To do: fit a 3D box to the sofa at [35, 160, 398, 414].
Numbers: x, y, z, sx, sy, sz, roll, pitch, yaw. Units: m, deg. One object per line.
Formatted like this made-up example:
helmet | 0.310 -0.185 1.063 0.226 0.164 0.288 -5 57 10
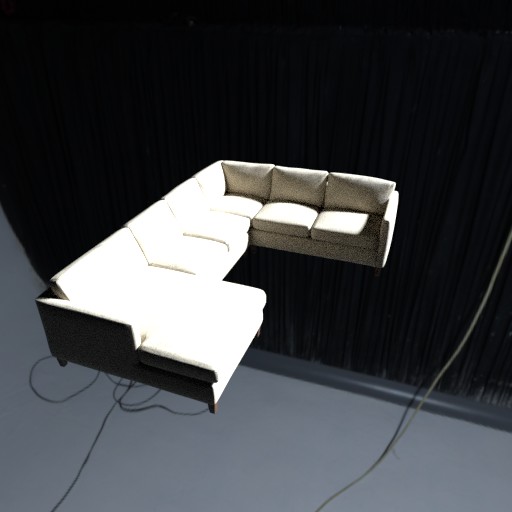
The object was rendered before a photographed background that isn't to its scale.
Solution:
sofa | 0.000 0.000 4.685 2.593 0.959 3.460 11 32 18
